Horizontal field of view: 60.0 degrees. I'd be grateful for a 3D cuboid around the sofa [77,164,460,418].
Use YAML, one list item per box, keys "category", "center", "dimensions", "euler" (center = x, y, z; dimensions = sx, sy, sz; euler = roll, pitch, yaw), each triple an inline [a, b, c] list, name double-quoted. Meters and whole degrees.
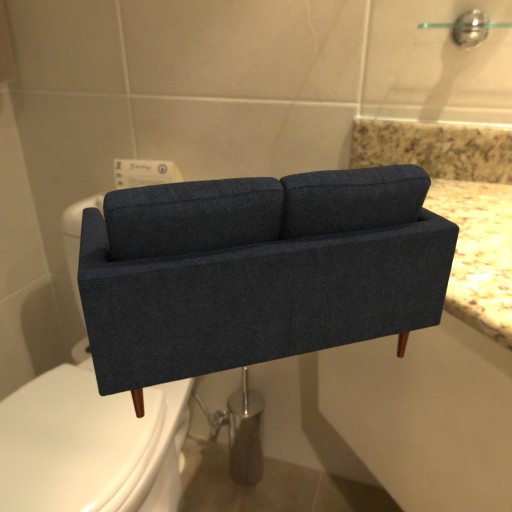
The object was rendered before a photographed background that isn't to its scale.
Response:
- category: "sofa"
  center: [0.000, 0.000, 2.148]
  dimensions: [1.582, 0.944, 0.903]
  euler: [-8, 26, -16]
